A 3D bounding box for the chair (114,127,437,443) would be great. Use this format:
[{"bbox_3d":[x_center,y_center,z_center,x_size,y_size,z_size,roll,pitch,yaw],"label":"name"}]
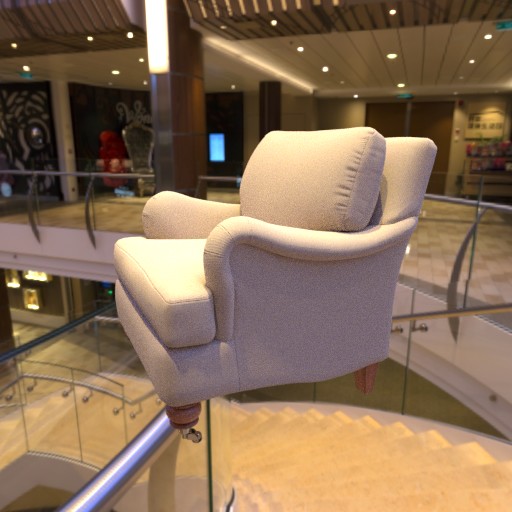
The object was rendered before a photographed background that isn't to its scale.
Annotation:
[{"bbox_3d":[0.000,0.000,1.877,1.070,1.038,0.955,-7,16,-26],"label":"chair"}]
